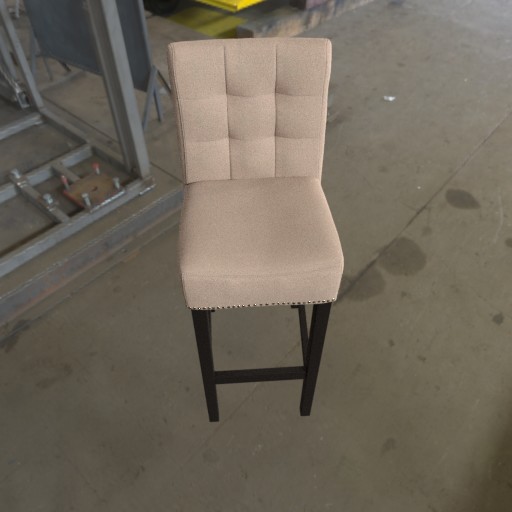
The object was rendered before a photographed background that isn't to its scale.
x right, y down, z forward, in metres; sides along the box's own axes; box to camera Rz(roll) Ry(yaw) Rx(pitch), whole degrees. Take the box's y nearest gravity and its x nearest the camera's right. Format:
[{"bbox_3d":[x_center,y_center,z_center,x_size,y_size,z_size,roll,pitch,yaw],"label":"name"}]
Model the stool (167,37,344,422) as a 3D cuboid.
[{"bbox_3d":[0.000,0.000,1.306,0.411,1.047,0.548,-3,47,-3],"label":"stool"}]
